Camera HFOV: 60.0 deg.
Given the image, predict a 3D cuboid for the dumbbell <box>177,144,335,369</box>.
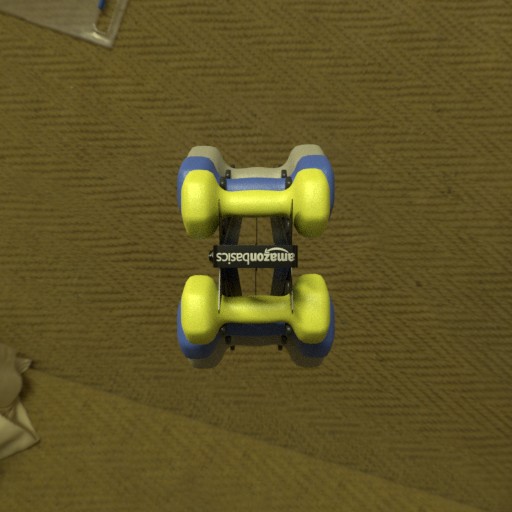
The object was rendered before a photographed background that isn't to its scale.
[{"bbox_3d":[0.000,0.000,0.696,0.261,0.426,0.416,0,90,0],"label":"dumbbell"}]
